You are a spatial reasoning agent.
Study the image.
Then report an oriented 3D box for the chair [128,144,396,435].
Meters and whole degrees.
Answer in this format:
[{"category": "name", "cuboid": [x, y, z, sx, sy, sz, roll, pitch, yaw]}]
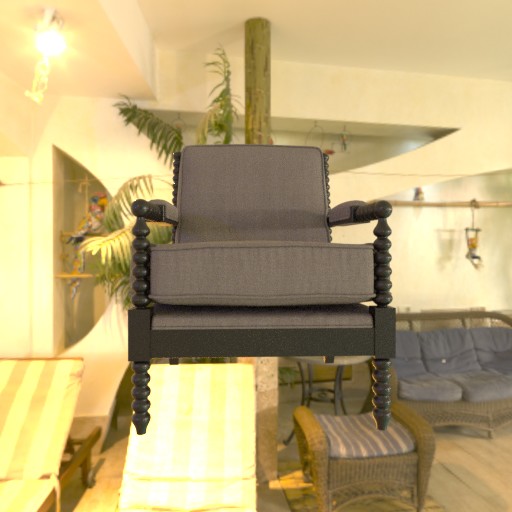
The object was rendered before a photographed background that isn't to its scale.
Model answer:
[{"category": "chair", "cuboid": [0.000, 0.000, 1.118, 0.540, 0.661, 0.622, 0, 1, -3]}]
